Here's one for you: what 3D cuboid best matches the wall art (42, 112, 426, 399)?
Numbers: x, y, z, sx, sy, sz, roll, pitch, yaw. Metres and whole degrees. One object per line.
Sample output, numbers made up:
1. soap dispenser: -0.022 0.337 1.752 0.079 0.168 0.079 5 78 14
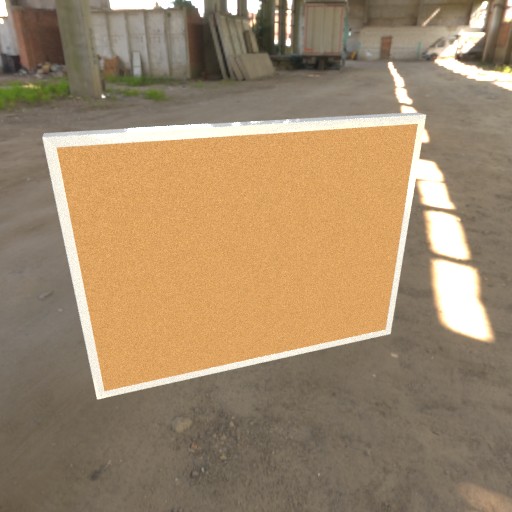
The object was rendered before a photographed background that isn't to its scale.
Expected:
1. wall art: 0.000 0.000 1.351 1.041 0.787 0.053 -8 27 -17
